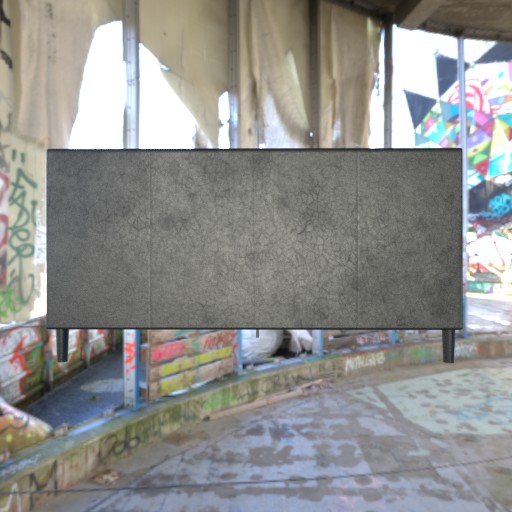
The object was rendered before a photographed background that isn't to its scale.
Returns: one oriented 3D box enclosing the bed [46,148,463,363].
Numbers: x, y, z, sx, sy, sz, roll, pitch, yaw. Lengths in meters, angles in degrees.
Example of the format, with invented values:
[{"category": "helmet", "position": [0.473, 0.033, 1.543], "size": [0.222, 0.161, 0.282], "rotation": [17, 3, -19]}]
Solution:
[{"category": "bed", "position": [0.000, 0.000, 3.212], "size": [2.018, 1.046, 2.152], "rotation": [0, 0, 1]}]
